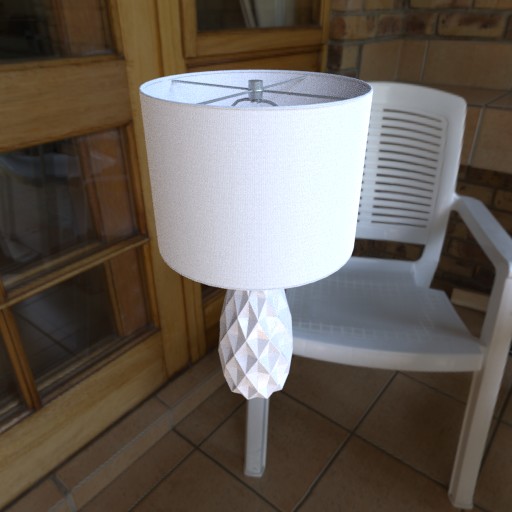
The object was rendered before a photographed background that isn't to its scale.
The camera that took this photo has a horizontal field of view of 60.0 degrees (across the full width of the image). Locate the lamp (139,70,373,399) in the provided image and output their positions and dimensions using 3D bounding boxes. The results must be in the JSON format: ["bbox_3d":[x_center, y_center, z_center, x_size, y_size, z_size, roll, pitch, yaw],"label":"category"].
[{"bbox_3d":[0.000,0.000,0.703,0.297,0.522,0.297,0,29,0],"label":"lamp"}]
